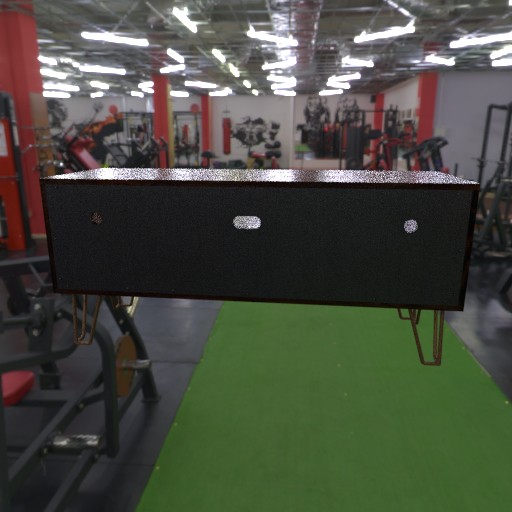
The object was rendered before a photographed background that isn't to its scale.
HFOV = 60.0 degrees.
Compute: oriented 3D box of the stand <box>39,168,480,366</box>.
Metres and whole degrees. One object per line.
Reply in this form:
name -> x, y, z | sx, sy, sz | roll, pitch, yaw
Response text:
stand -> 0.000, 0.000, 1.677 | 1.372, 0.610, 0.481 | 2, 15, 7
